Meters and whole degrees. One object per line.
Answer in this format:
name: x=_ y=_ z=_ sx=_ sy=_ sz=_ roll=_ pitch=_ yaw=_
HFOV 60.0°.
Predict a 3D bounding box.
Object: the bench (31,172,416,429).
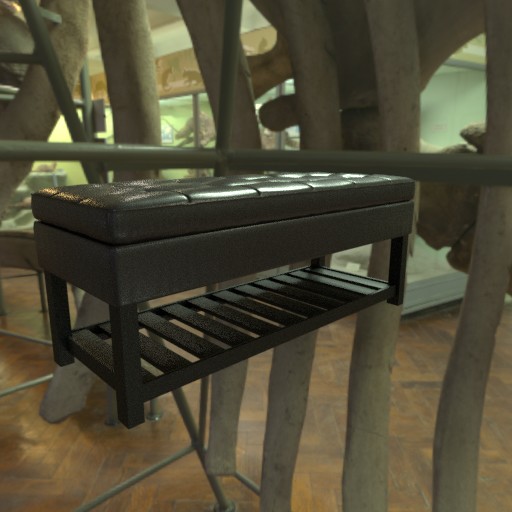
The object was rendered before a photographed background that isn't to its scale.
bench: x=0.000 y=0.000 z=1.323 sx=1.105 sy=0.460 sz=0.432 roll=-12 pitch=18 yaw=-42
